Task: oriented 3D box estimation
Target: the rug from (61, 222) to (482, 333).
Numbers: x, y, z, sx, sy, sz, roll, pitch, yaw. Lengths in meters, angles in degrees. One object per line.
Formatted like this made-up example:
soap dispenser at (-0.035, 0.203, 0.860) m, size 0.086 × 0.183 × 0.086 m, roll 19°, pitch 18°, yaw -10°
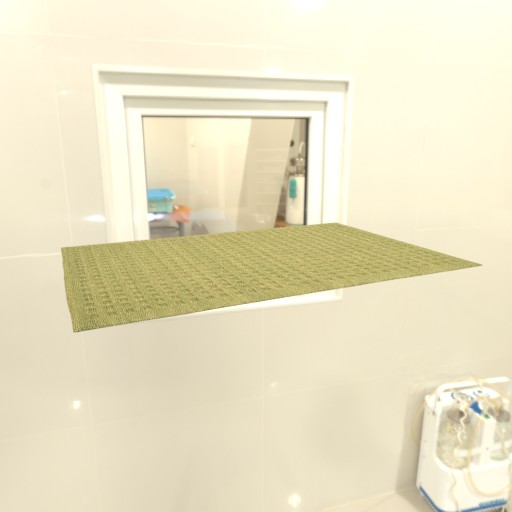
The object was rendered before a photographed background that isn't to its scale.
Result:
rug at (0.000, 0.000, 2.871) m, size 2.297 × 0.007 × 1.529 m, roll -7°, pitch 16°, yaw -24°
